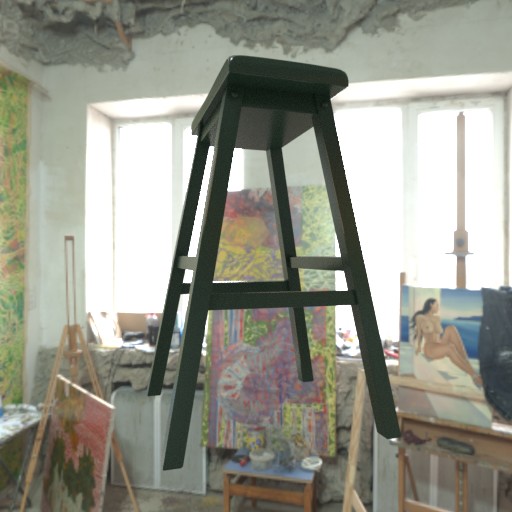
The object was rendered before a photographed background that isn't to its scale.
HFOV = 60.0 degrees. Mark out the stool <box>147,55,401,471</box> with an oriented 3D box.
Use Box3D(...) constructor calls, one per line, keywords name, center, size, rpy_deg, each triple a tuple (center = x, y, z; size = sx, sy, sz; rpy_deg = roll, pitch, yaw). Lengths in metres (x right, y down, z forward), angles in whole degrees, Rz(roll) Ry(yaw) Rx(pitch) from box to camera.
Box3D(name="stool", center=(0.000, 0.000, 1.047), size=(0.476, 0.737, 0.457), rpy_deg=(0, 0, -17))
